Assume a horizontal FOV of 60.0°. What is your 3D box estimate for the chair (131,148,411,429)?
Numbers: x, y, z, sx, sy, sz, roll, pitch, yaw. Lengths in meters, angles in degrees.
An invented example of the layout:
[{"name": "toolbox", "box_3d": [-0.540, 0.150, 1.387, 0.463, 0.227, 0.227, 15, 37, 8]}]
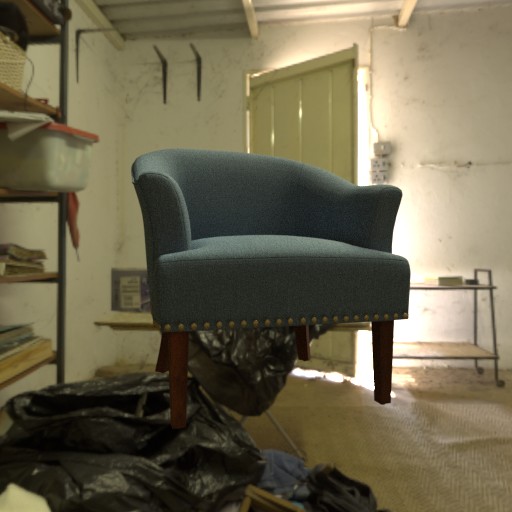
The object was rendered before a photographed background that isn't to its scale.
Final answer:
[{"name": "chair", "box_3d": [0.000, 0.000, 1.424, 0.772, 0.815, 0.704, 0, 0, -18]}]
